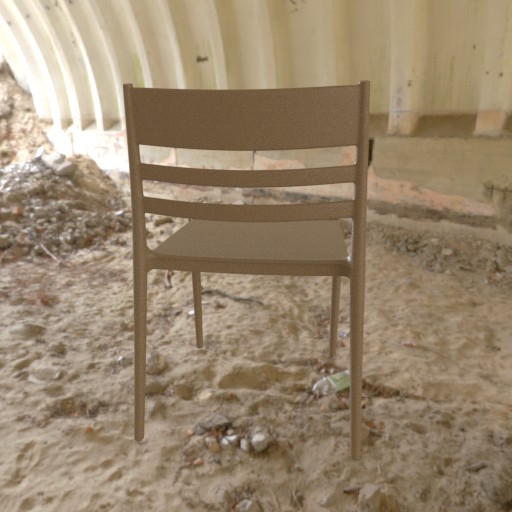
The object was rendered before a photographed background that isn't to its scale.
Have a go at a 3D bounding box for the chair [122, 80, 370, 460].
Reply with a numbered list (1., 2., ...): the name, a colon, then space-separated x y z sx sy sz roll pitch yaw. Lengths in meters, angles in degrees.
1. chair: 0.000 0.000 1.142 0.531 0.800 0.511 2 16 7
